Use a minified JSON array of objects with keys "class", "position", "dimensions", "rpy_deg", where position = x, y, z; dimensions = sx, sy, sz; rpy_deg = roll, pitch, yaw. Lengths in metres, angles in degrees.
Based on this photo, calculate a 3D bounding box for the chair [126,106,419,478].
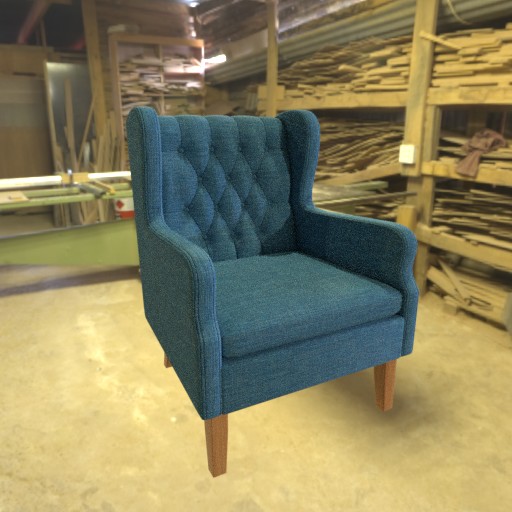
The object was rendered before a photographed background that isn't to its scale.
[{"class":"chair","position":[0.000,0.000,1.480],"dimensions":[0.711,0.952,0.775],"rpy_deg":[-9,18,-27]}]
